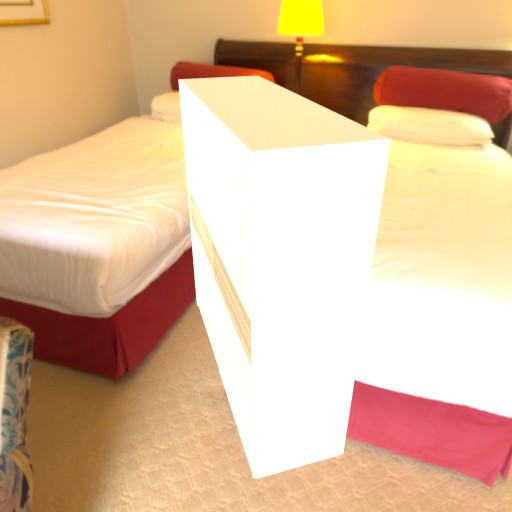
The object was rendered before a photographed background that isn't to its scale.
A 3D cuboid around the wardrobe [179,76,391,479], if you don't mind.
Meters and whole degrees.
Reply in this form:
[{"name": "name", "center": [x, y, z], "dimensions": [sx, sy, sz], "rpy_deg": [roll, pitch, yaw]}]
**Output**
[{"name": "wardrobe", "center": [0.000, 0.000, 3.008], "dimensions": [0.600, 2.020, 1.830], "rpy_deg": [-9, 31, -15]}]
